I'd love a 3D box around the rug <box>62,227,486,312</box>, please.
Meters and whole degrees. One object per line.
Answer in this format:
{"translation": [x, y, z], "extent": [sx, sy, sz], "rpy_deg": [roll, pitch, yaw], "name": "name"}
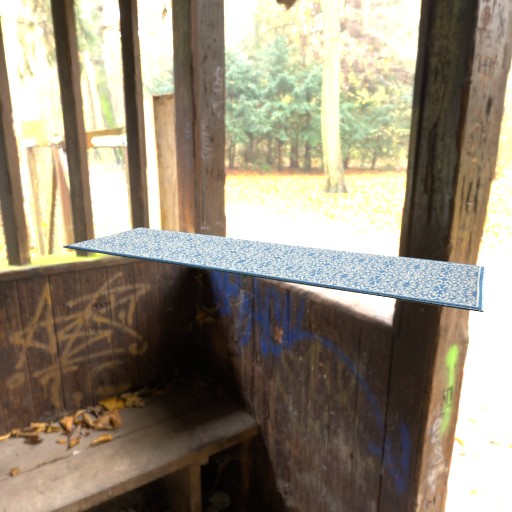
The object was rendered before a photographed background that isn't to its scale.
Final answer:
{"translation": [0.000, 0.000, 2.371], "extent": [2.196, 0.011, 0.662], "rpy_deg": [7, 16, 26], "name": "rug"}
